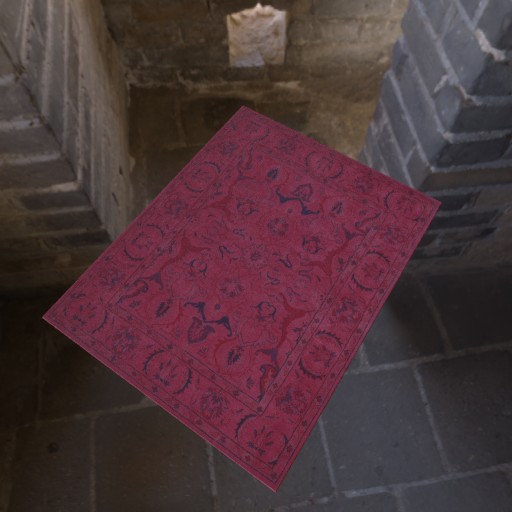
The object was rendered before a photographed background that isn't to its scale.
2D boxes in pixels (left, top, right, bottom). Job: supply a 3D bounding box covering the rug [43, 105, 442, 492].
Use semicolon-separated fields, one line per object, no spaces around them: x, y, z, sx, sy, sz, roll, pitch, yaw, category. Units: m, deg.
0.000;0.000;3.941;2.300;0.012;2.929;31;66;15;rug
